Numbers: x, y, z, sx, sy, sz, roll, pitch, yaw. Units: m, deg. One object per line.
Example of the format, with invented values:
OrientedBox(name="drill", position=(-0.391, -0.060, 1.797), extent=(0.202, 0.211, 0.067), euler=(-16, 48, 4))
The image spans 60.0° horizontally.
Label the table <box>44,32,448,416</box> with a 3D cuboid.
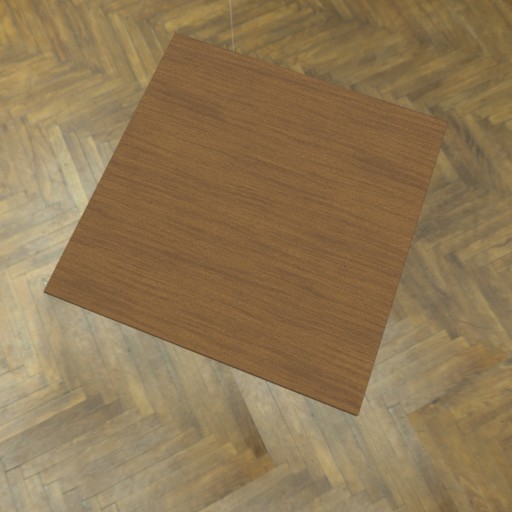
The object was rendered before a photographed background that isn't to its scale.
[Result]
OrientedBox(name="table", position=(0.000, 0.000, 0.823), extent=(0.397, 0.540, 0.398), euler=(20, 76, 5))
